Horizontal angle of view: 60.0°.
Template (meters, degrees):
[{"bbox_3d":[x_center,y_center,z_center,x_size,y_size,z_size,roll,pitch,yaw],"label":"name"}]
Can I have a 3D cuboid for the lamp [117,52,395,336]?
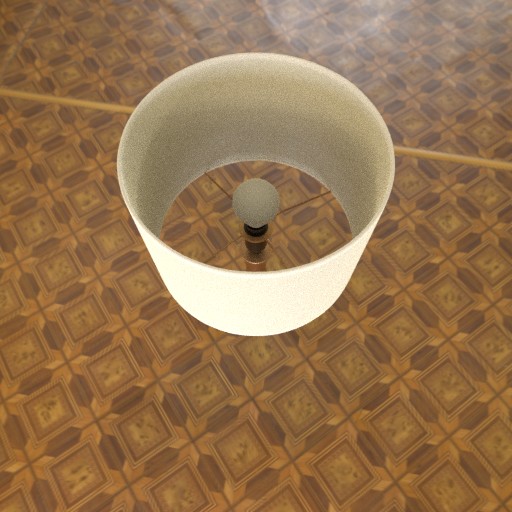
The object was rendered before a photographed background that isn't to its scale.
[{"bbox_3d":[0.000,0.000,0.645,0.268,0.479,0.268,-32,68,-14],"label":"lamp"}]
